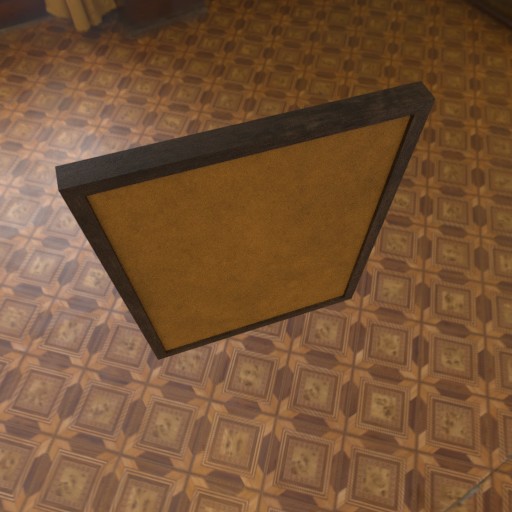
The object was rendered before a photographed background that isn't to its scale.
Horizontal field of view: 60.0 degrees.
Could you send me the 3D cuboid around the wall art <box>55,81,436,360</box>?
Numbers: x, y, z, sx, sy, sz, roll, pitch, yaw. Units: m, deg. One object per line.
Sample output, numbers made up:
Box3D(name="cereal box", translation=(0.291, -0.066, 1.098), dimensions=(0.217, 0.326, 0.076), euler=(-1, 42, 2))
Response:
Box3D(name="wall art", translation=(0.000, 0.000, 0.547), dimensions=(0.329, 0.406, 0.027), euler=(-16, 60, -10))
